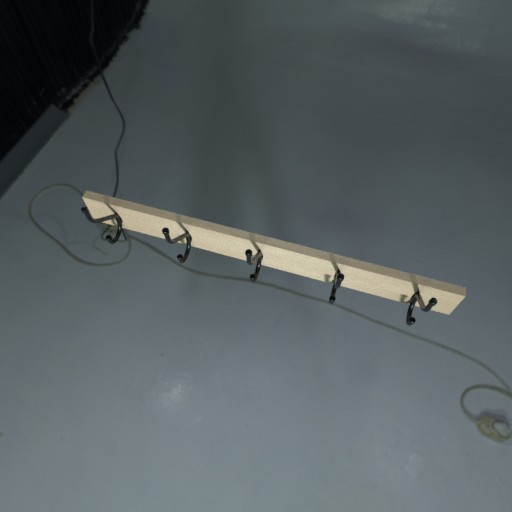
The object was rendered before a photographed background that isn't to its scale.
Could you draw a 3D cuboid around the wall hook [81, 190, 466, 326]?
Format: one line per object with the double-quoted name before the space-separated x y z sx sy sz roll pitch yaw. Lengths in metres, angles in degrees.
"wall hook" 0.000 0.000 0.626 0.571 0.117 0.071 15 60 9
